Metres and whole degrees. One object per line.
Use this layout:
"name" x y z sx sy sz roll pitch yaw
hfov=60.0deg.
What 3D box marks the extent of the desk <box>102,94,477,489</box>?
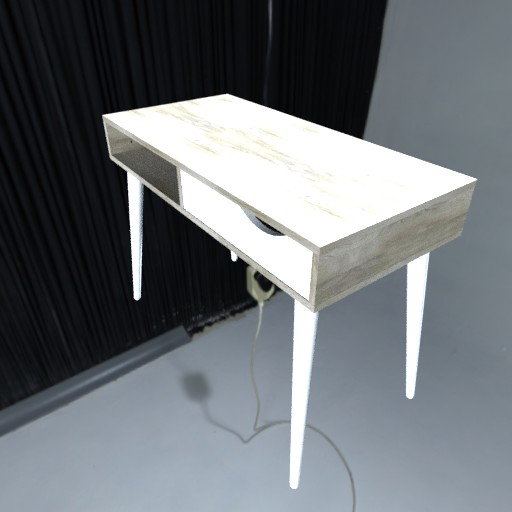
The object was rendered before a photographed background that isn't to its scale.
"desk" 0.000 0.000 1.371 0.491 0.723 0.979 -22 39 -30
